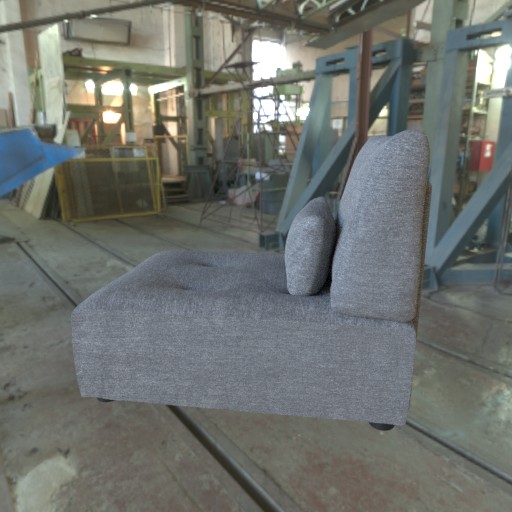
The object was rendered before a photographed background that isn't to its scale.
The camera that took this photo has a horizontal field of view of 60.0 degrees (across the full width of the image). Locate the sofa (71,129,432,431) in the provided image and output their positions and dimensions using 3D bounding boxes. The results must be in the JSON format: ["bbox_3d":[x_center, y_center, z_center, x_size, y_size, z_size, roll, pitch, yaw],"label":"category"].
[{"bbox_3d":[0.000,0.000,1.531,1.000,0.820,0.700,2,14,8],"label":"sofa"}]
